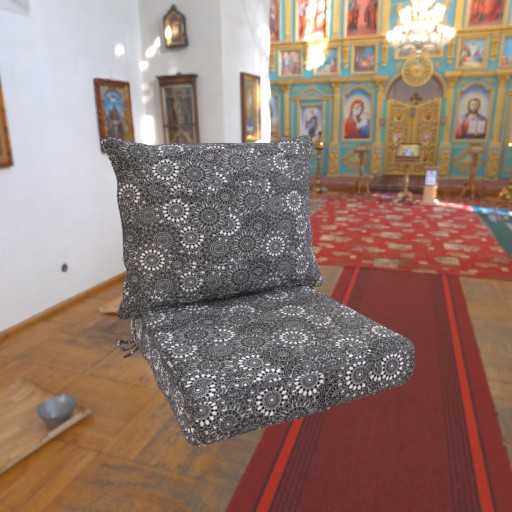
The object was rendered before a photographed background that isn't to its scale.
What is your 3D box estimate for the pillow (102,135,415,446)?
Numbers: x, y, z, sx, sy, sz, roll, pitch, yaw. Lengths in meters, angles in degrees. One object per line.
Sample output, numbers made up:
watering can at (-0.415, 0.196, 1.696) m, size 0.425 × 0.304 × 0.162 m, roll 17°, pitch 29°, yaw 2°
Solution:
pillow at (0.000, 0.000, 1.369) m, size 0.798 × 0.722 × 0.740 m, roll -7°, pitch 17°, yaw -25°
